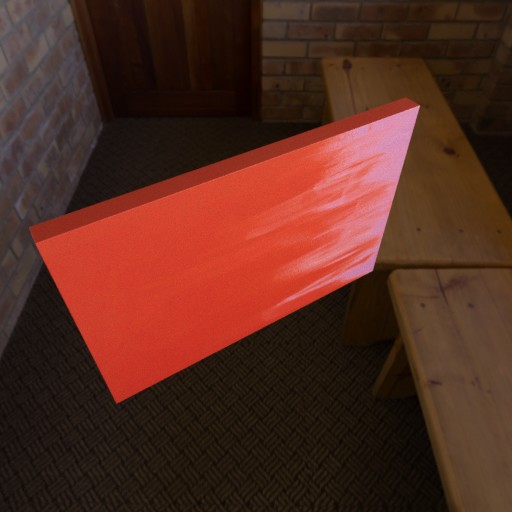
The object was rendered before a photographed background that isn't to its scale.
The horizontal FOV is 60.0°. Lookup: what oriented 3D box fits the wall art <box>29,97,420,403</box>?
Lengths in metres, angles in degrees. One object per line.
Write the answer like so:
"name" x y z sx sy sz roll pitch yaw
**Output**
"wall art" 0.000 0.000 0.767 0.607 0.405 0.033 -24 51 -21
